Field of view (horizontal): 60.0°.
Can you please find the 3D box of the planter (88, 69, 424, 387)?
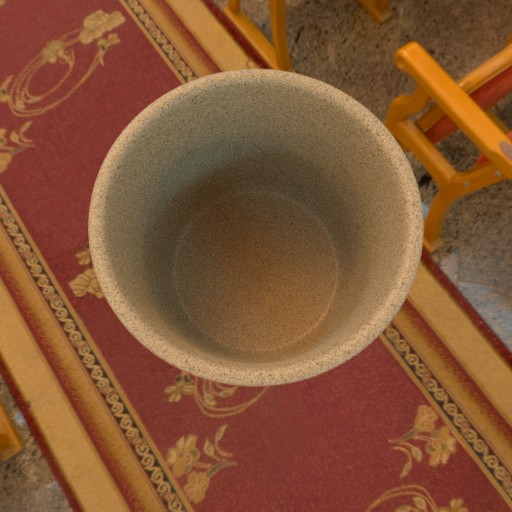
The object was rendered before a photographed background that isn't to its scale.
[{"bbox_3d":[0.000,0.000,0.412,0.227,0.235,0.227,0,75,0],"label":"planter"}]
